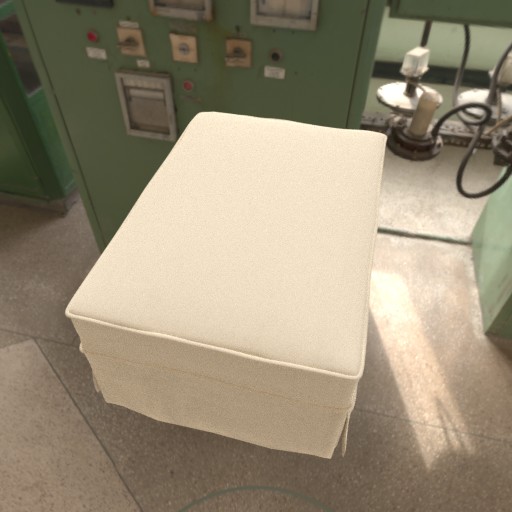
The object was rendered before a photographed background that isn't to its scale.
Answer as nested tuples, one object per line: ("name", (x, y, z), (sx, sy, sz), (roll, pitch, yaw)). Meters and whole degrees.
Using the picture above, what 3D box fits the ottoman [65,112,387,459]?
("ottoman", (0.000, 0.000, 1.328), (0.703, 0.479, 0.944), (10, 48, 10))
